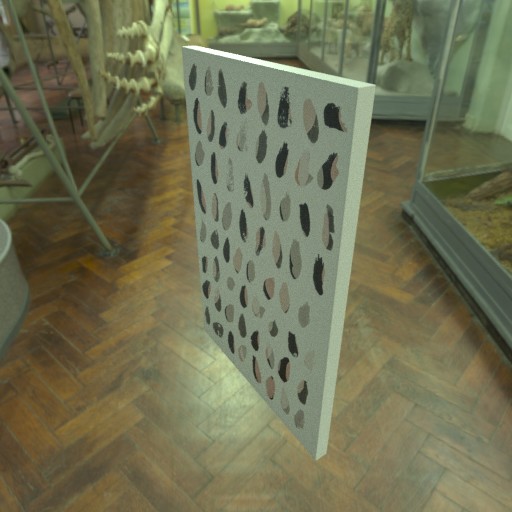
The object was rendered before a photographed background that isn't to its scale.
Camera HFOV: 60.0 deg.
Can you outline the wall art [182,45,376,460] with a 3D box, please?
[{"bbox_3d":[0.000,0.000,0.748,0.025,0.608,0.405,-19,36,-28],"label":"wall art"}]
